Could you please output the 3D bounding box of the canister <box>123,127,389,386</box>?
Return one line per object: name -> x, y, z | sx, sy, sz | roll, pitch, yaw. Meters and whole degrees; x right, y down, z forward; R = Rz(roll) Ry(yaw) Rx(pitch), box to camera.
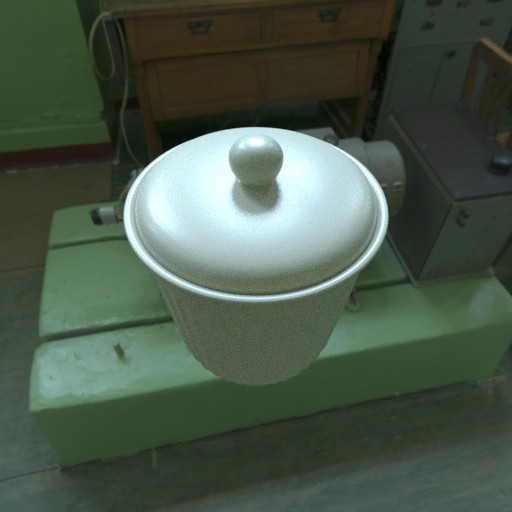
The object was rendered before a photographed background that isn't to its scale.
canister -> 0.000, 0.000, 0.351 | 0.181, 0.211, 0.181 | 0, 47, 0
